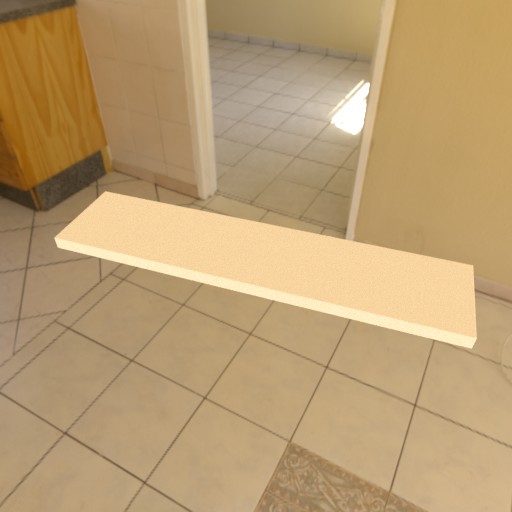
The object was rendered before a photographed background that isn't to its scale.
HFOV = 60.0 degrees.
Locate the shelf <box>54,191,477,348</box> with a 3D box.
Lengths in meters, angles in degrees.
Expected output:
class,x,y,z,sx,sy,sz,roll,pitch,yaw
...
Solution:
class,x,y,z,sx,sy,sz,roll,pitch,yaw
shelf,0.000,0.000,0.665,0.610,0.020,0.140,12,42,14
